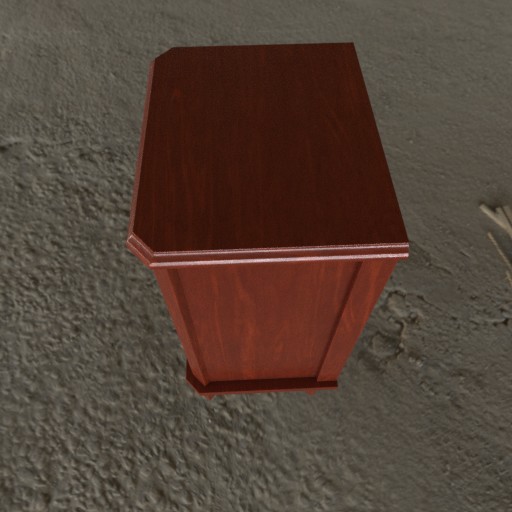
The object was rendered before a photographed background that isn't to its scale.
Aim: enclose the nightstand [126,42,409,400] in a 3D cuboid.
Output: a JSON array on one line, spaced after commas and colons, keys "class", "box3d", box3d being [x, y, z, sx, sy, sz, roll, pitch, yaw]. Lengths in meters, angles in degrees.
[{"class": "nightstand", "box3d": [0.000, 0.000, 0.924, 0.351, 0.681, 0.435, -2, 58, -1]}]
